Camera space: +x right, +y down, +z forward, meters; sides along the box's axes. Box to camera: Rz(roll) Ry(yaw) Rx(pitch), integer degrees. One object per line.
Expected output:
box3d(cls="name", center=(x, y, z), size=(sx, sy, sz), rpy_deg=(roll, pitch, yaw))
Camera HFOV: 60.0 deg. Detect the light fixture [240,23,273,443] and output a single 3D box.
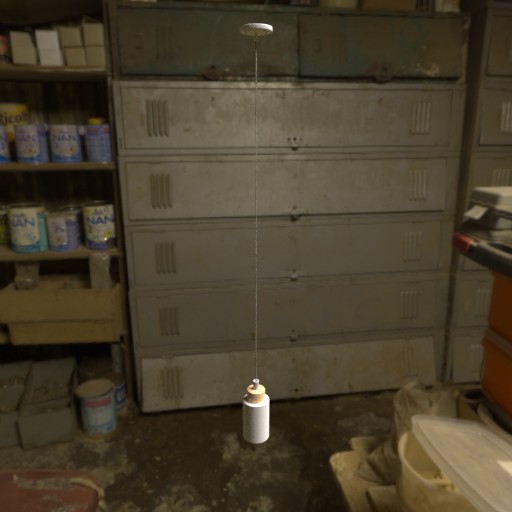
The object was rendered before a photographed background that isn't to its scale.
box3d(cls="light fixture", center=(0.000, 0.000, 1.917), size=(0.125, 1.798, 0.125), rpy_deg=(-2, 15, -7))
